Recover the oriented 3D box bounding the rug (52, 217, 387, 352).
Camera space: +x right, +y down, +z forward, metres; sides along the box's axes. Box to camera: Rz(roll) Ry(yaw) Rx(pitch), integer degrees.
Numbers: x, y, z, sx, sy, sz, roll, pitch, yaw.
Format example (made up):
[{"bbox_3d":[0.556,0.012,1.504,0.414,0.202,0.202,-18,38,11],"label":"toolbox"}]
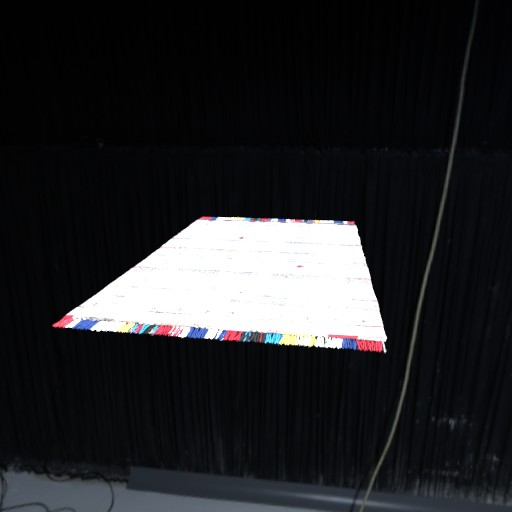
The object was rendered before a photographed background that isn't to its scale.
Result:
[{"bbox_3d":[0.000,0.000,3.008,1.465,0.012,2.465,3,17,9],"label":"rug"}]
